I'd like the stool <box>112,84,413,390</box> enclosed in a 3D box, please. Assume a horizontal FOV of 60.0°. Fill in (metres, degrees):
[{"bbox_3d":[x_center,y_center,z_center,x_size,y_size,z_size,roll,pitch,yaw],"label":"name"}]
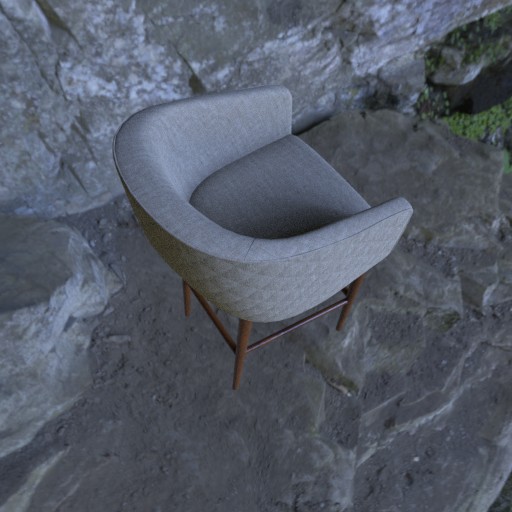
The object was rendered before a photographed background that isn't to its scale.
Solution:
[{"bbox_3d":[0.000,0.000,1.415,0.607,1.078,0.559,-31,64,-17],"label":"stool"}]
